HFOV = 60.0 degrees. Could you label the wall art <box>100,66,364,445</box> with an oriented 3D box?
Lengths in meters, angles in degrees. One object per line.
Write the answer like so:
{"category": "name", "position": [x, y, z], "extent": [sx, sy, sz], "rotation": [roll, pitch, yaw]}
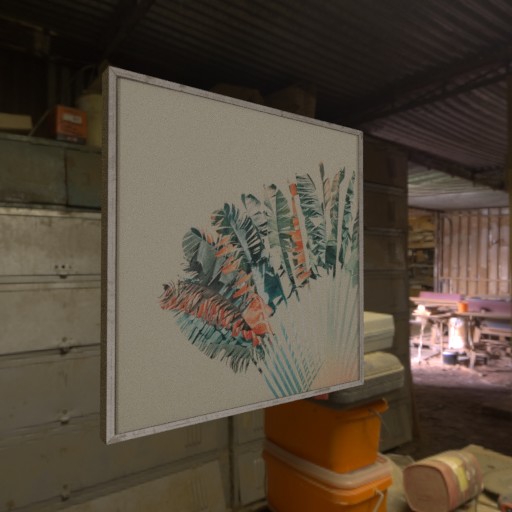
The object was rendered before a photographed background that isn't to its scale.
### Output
{"category": "wall art", "position": [0.000, 0.000, 0.751], "extent": [0.508, 0.506, 0.029], "rotation": [1, -1, -36]}
